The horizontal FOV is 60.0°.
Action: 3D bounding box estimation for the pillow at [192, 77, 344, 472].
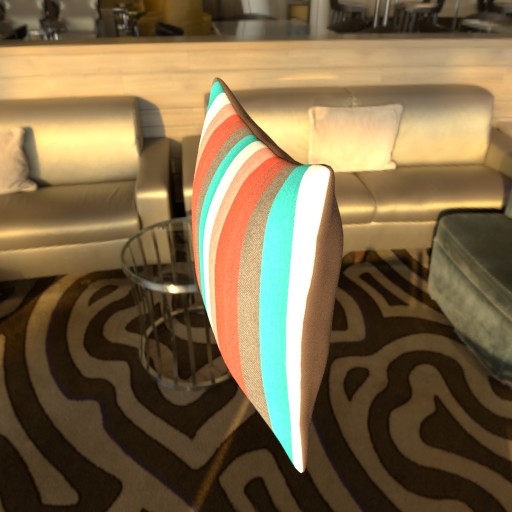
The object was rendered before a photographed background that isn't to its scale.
[{"bbox_3d":[0.000,0.000,0.677,0.168,0.443,0.453,-9,33,-14],"label":"pillow"}]
